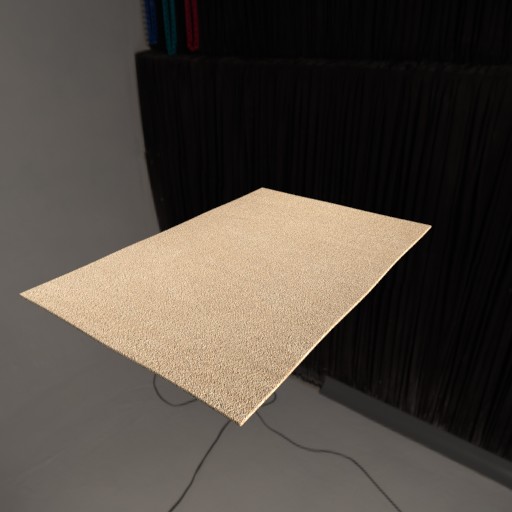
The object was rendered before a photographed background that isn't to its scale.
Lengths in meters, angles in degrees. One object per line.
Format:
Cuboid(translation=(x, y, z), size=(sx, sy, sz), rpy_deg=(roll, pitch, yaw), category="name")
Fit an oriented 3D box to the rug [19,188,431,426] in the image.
Cuboid(translation=(0.000, 0.000, 3.352), size=(1.800, 0.025, 2.699), rpy_deg=(18, 32, 32), category="rug")
